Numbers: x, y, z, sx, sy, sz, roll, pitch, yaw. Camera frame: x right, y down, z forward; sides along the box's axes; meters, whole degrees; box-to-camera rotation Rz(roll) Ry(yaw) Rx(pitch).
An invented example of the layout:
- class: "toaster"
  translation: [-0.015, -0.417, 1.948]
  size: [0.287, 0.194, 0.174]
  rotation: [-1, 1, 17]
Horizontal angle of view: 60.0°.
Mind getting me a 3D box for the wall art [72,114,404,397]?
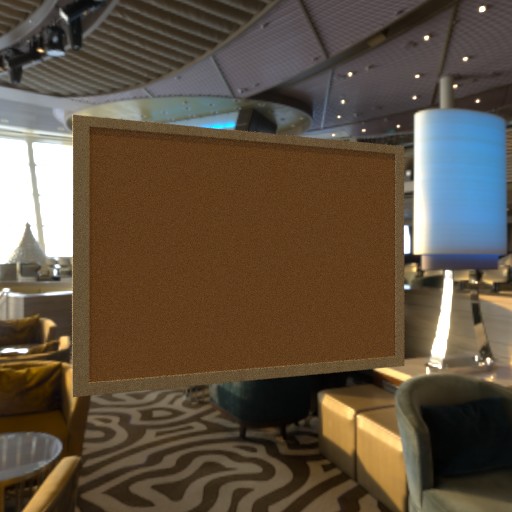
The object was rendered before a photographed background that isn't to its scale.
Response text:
- class: "wall art"
  translation: [0.000, 0.000, 0.697]
  size: [0.532, 0.380, 0.032]
  rotation: [0, 0, -19]
